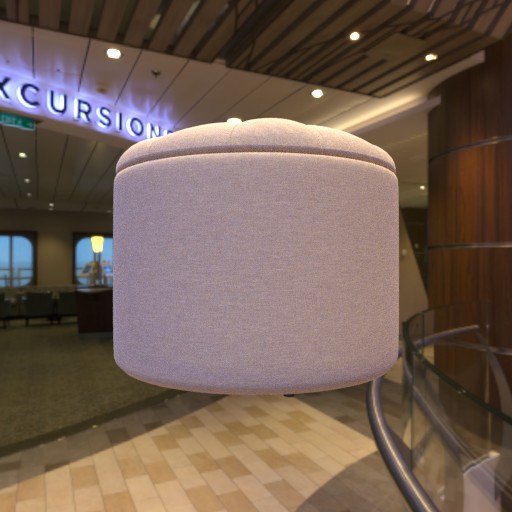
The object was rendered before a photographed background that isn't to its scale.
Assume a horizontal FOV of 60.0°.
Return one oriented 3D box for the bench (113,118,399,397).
[{"bbox_3d":[0.000,0.000,0.977,0.600,0.454,0.600,0,-1,0],"label":"bench"}]
